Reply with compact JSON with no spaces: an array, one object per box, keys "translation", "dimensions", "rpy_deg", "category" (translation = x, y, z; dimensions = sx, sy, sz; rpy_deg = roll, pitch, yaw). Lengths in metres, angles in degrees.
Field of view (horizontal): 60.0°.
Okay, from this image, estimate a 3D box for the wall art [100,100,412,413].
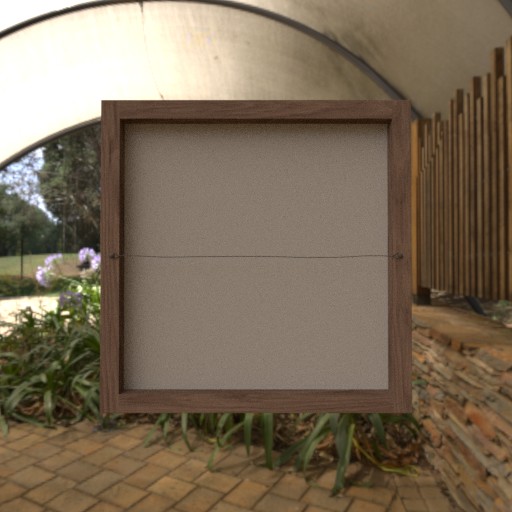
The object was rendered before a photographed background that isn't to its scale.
[{"translation":[0.000,0.000,0.885],"dimensions":[0.609,0.613,0.041],"rpy_deg":[0,-1,0],"category":"wall art"}]
